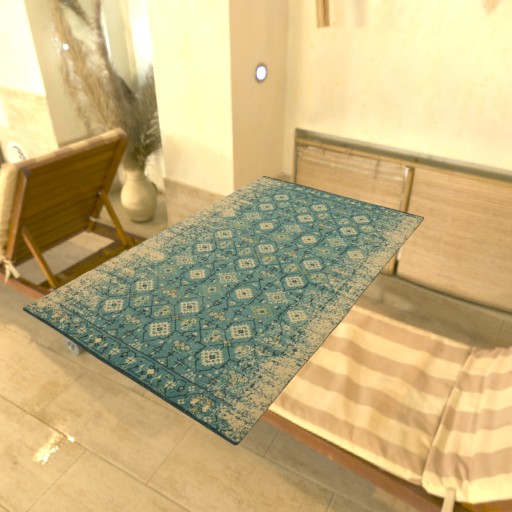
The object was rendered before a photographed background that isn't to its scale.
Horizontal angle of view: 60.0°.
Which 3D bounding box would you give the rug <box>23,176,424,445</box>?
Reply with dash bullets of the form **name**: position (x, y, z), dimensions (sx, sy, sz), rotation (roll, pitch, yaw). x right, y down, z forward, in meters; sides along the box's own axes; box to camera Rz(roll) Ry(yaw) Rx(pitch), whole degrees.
- **rug**: position (0.000, 0.000, 2.982), dimensions (1.530, 0.015, 2.449), rotation (20, 37, 29)
